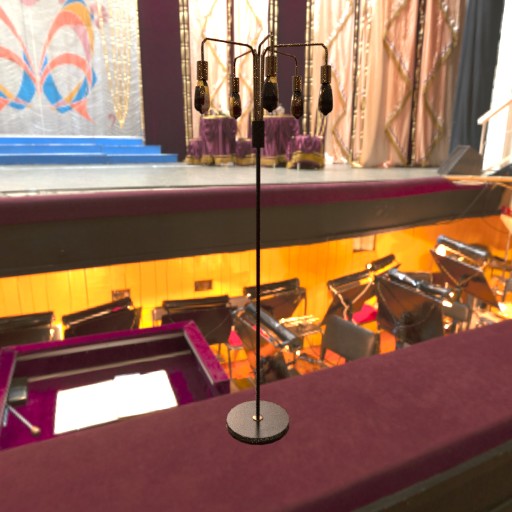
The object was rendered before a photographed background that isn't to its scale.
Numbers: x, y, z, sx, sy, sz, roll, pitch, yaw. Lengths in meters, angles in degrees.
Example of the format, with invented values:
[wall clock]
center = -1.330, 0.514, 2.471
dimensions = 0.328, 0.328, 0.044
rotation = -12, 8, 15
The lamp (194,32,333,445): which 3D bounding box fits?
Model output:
[lamp]
center = 0.000, 0.000, 1.974
dimensions = 0.572, 1.721, 0.599
rotation = -6, 16, -23
